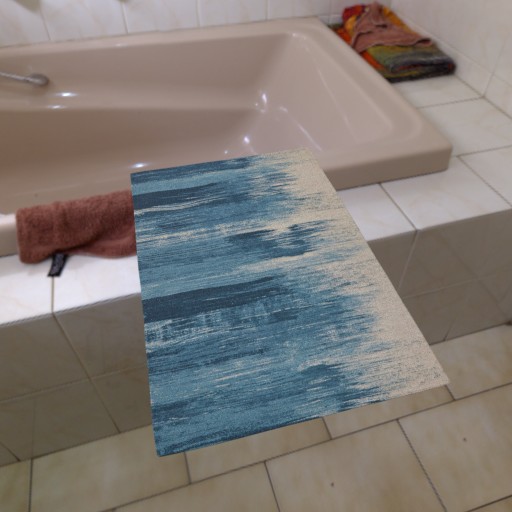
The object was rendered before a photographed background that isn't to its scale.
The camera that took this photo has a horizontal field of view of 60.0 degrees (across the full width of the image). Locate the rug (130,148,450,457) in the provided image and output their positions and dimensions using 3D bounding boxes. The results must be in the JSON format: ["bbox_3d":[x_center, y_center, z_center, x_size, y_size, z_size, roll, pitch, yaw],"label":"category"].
[{"bbox_3d":[0.000,0.000,2.359,1.232,0.009,1.836,-10,47,-10],"label":"rug"}]
